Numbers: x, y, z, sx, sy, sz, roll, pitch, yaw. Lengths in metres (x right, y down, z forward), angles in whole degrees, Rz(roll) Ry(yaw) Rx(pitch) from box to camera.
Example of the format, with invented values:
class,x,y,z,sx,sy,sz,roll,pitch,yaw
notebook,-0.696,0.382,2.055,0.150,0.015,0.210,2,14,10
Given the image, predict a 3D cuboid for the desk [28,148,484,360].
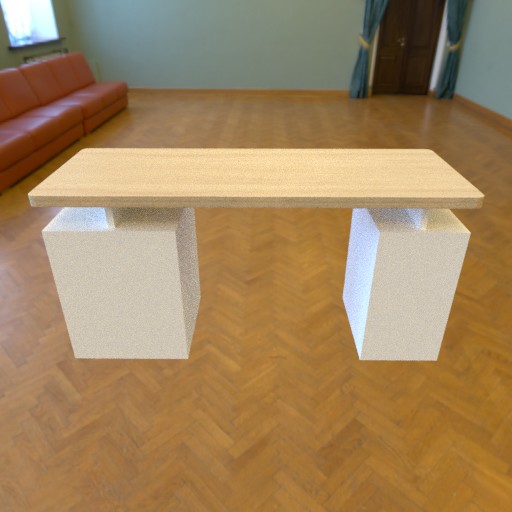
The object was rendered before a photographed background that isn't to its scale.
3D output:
class,x,y,z,sx,sy,sz,roll,pitch,yaw
desk,0.000,0.000,1.862,1.500,0.755,0.550,0,30,0
